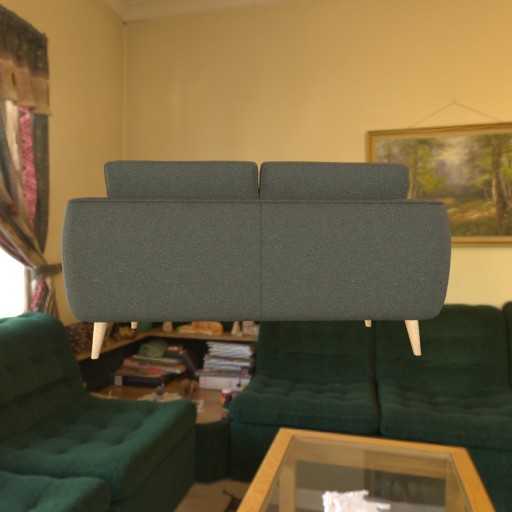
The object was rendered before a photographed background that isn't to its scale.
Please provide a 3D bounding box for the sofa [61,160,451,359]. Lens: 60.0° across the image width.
[{"bbox_3d":[0.000,0.000,2.271,1.700,0.850,0.920,0,1,-3],"label":"sofa"}]
